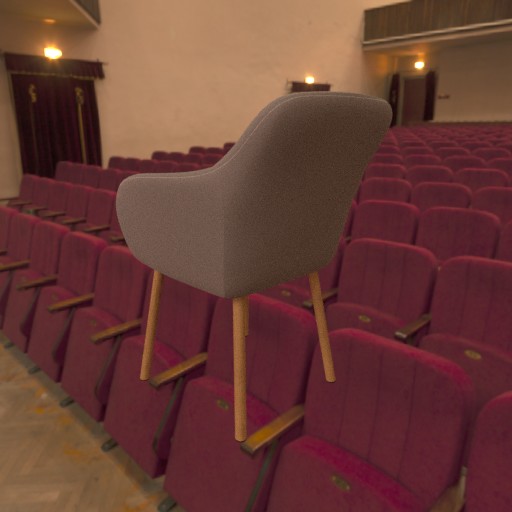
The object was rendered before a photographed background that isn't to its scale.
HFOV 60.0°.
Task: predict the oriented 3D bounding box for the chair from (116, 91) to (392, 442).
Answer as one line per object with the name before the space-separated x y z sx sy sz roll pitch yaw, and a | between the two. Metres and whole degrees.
chair | 0.000 0.000 1.233 0.570 0.830 0.590 -15 22 -42
